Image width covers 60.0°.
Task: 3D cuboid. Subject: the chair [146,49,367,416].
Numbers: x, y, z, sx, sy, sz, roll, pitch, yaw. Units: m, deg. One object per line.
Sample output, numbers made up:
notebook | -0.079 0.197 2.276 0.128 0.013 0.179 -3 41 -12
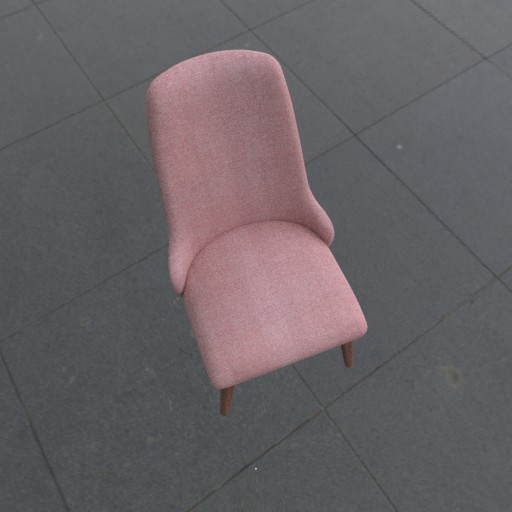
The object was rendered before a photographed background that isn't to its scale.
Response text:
chair | 0.000 0.000 1.350 0.535 0.918 0.707 -18 66 -8
